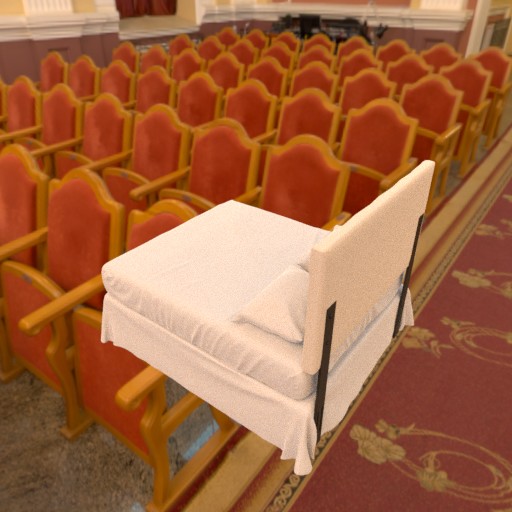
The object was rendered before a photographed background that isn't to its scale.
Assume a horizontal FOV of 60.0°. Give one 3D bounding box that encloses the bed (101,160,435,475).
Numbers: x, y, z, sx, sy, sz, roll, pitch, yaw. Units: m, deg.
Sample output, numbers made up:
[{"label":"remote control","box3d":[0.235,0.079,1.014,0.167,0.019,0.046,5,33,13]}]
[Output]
[{"label":"bed","box3d":[0.000,0.000,3.592,2.222,1.577,1.936,21,37,31]}]
